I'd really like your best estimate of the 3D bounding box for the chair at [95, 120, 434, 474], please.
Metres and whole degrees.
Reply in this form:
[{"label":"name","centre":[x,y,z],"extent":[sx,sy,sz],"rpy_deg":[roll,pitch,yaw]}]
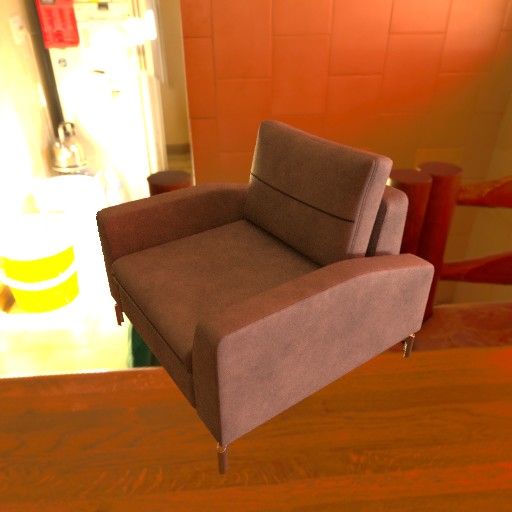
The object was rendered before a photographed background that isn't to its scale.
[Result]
[{"label":"chair","centre":[0.000,0.000,1.624],"extent":[0.900,0.800,0.900],"rpy_deg":[-20,36,-30]}]
